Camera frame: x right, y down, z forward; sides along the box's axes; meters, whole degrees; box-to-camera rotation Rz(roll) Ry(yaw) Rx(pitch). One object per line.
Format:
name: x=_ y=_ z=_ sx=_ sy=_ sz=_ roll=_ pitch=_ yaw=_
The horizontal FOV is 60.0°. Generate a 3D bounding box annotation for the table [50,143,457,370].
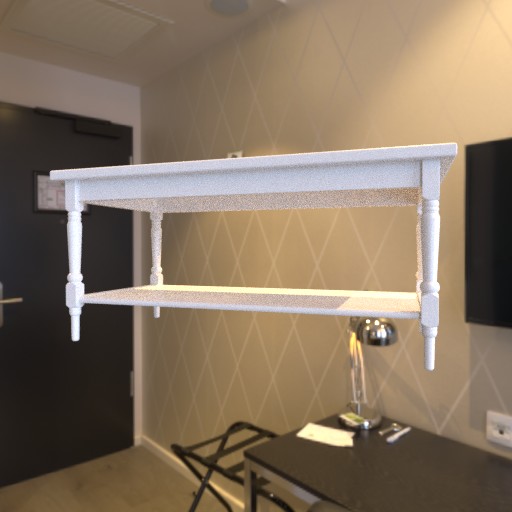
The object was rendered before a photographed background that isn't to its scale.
table: x=0.000 y=0.000 z=1.403 sx=1.107 sy=0.510 sz=0.550 roll=0 pitch=1 yaw=19
